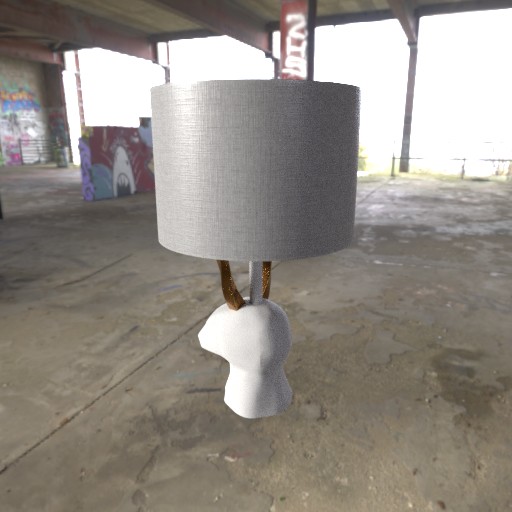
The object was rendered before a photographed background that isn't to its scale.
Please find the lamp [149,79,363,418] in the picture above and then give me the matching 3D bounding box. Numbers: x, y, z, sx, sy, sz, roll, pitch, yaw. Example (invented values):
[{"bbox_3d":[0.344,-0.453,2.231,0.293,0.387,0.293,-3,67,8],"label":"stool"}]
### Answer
[{"bbox_3d":[0.000,0.000,0.702,0.298,0.503,0.298,14,21,42],"label":"lamp"}]
